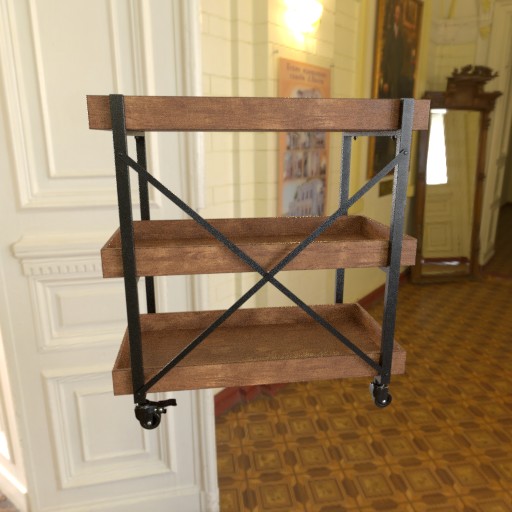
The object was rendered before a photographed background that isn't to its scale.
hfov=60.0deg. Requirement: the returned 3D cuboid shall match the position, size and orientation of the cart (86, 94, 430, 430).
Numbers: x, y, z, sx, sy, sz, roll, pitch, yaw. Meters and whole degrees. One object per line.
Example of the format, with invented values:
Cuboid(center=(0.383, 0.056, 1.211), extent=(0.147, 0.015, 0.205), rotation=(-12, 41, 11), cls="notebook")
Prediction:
Cuboid(center=(0.000, 0.000, 1.225), extent=(0.750, 0.800, 0.411), rotation=(-2, 15, -8), cls="cart")
